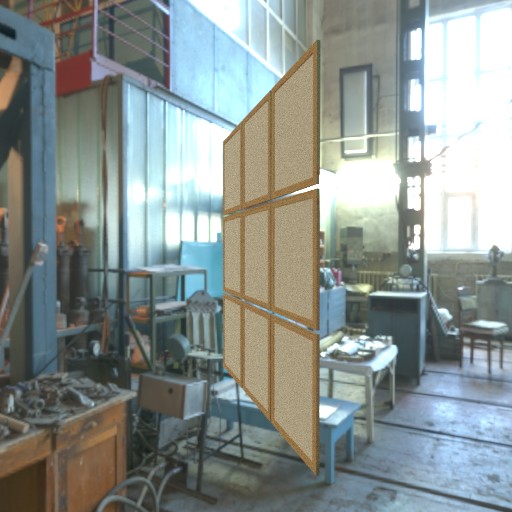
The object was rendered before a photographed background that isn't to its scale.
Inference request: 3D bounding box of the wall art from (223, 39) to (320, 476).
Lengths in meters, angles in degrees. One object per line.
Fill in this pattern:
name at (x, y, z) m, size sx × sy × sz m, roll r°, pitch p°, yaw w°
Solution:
wall art at (0.000, 0.000, 2.275) m, size 0.013 × 1.523 × 1.517 m, roll 0°, pitch 1°, yaw -17°
